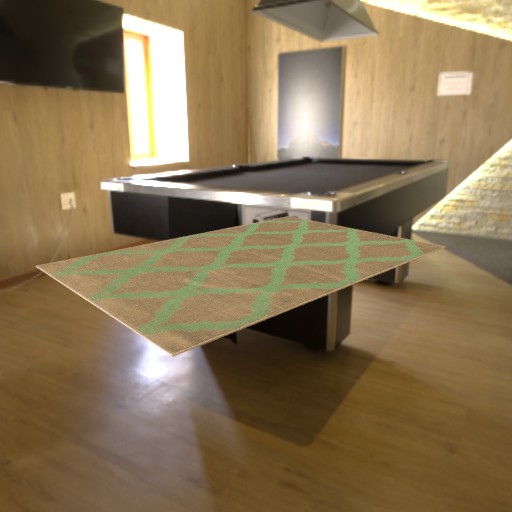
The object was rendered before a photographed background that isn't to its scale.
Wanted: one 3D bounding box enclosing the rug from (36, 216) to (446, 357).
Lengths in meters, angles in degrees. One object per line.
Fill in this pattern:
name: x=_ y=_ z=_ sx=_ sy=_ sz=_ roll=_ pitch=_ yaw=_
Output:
rug: x=0.000 y=0.000 z=2.944 sx=2.286 sy=0.006 sz=1.524 roll=-15 pitch=22 yaw=-41
